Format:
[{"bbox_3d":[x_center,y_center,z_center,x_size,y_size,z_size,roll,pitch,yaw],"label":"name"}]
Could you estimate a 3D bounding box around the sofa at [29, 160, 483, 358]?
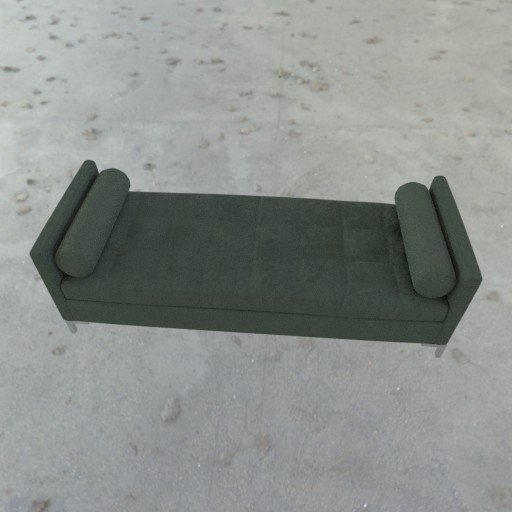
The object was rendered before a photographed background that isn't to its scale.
[{"bbox_3d":[0.000,0.000,2.498,2.102,0.657,0.797,3,46,3],"label":"sofa"}]
